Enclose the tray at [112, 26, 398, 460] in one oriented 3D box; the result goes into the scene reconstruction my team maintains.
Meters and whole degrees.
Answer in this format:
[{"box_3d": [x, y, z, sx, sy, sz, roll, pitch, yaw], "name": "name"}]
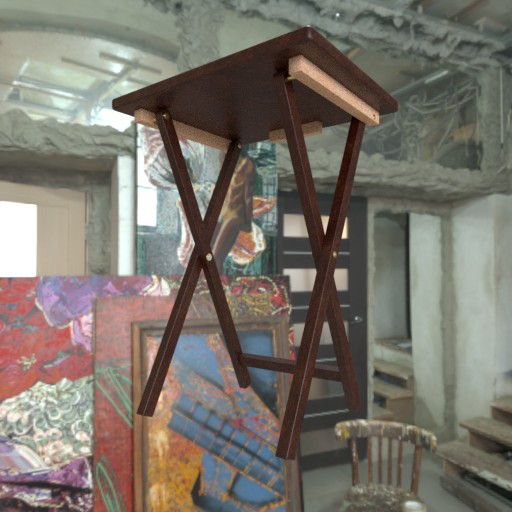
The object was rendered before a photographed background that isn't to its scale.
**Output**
[{"box_3d": [0.000, 0.000, 0.932, 0.483, 0.660, 0.381, -1, -2, 37], "name": "tray"}]
